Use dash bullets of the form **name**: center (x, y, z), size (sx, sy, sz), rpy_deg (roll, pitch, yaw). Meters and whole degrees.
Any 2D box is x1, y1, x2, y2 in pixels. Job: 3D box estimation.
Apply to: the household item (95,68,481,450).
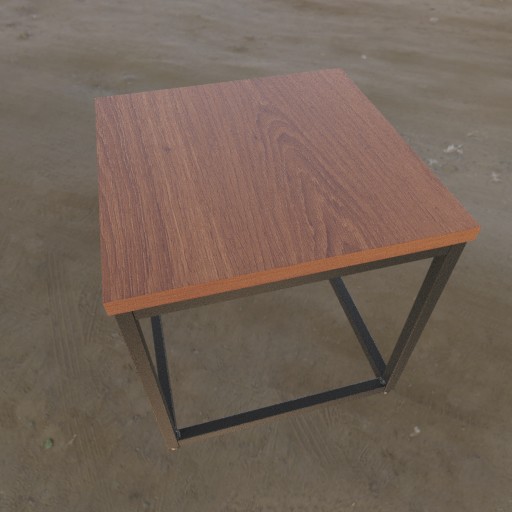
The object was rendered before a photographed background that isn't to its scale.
- **household item**: center (0.000, 0.000, 0.724), size (0.400, 0.400, 0.400), rpy_deg (-11, 48, -10)
